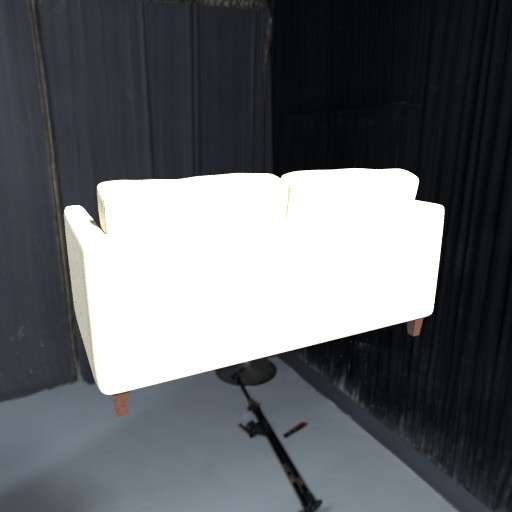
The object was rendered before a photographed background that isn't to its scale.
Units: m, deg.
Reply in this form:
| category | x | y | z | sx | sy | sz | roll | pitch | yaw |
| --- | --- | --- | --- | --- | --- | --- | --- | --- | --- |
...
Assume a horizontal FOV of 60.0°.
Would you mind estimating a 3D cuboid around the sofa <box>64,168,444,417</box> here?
| category | x | y | z | sx | sy | sz | roll | pitch | yaw |
| --- | --- | --- | --- | --- | --- | --- | --- | --- | --- |
| sofa | 0.000 | 0.000 | 2.472 | 1.884 | 0.963 | 0.950 | -8 | 17 | -26 |
